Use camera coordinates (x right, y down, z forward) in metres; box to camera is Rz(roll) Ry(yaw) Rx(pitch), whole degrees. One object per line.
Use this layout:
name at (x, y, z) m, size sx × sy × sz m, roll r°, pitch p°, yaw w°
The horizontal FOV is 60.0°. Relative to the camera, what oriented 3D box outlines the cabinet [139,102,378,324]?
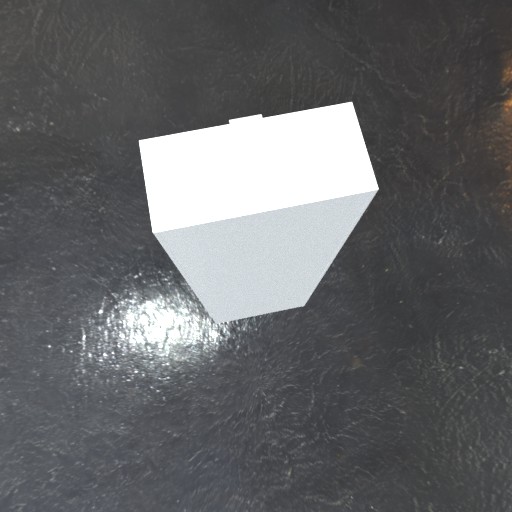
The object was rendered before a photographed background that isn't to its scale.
cabinet at (0.000, 0.000, 1.816) m, size 0.520 × 1.630 × 0.255 m, roll -11°, pitch 74°, yaw -3°
